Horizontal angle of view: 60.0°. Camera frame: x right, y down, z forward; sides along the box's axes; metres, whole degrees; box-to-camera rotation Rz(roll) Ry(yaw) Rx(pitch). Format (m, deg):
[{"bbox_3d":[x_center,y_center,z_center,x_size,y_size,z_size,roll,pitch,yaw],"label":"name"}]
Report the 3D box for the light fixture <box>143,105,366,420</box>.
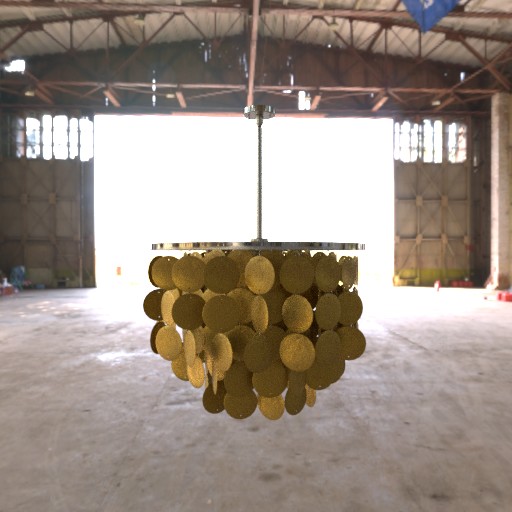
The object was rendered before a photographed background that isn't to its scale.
[{"bbox_3d":[0.000,0.000,0.749,0.368,0.492,0.368,0,0,0],"label":"light fixture"}]
